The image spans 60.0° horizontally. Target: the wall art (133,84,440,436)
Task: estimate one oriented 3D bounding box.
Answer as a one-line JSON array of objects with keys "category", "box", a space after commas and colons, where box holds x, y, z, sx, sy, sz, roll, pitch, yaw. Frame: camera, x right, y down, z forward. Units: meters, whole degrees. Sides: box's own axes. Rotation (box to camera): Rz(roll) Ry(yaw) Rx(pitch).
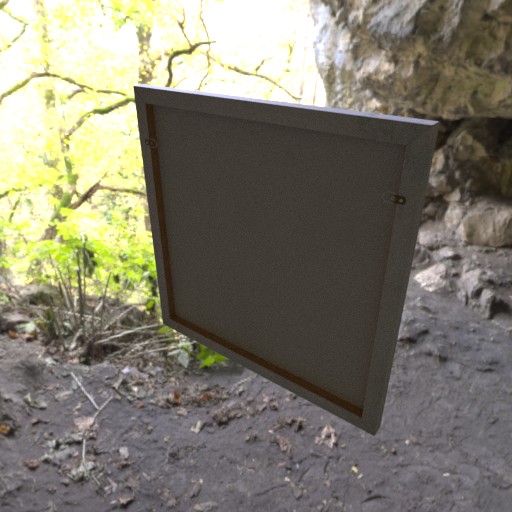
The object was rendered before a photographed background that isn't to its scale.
[{"category": "wall art", "box": [0.000, 0.000, 1.132, 0.762, 0.762, 0.041, 20, 34, 32]}]
